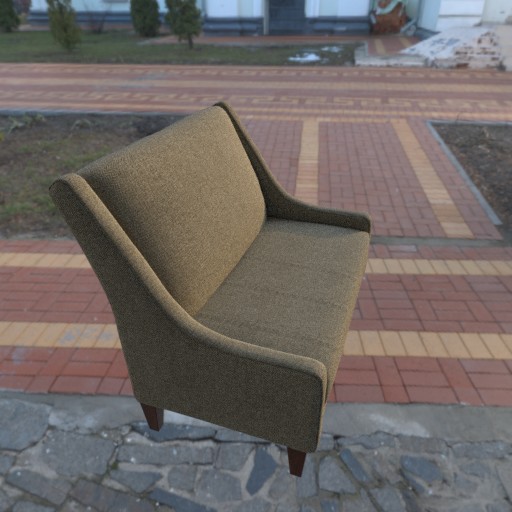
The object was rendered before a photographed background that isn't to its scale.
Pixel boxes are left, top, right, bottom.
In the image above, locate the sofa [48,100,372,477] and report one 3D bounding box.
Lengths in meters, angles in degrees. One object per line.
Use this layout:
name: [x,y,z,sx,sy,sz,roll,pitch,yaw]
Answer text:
sofa: [0.000,0.000,1.889,0.870,1.021,1.242,10,32,17]
